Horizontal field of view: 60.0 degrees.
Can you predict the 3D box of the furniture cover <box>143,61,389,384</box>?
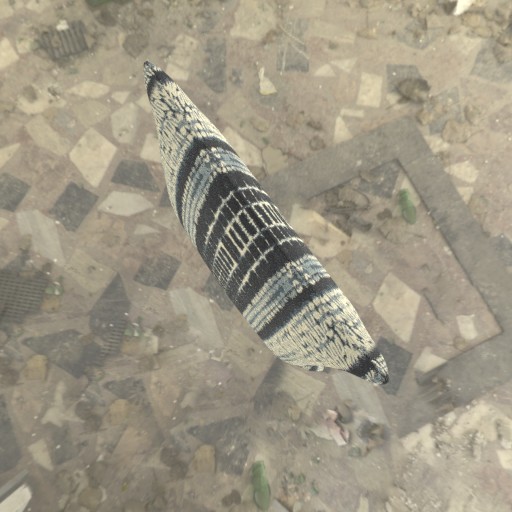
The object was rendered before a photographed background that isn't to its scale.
[{"bbox_3d":[0.000,0.000,0.663,0.133,0.435,0.425,-35,79,-8],"label":"furniture cover"}]
